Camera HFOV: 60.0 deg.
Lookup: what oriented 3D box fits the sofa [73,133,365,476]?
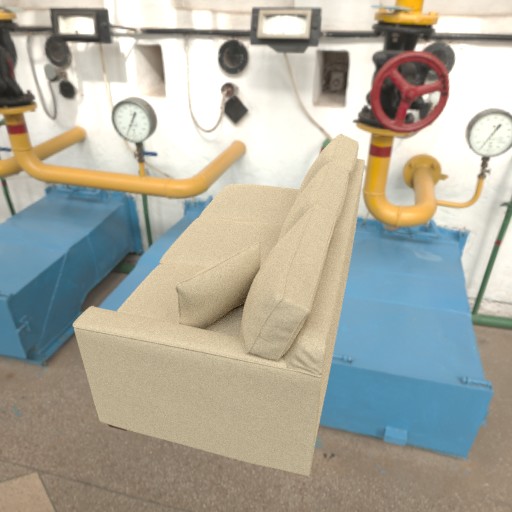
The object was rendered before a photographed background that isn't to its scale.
[{"bbox_3d":[0.000,0.000,2.531,1.034,0.946,1.963,8,32,13],"label":"sofa"}]
